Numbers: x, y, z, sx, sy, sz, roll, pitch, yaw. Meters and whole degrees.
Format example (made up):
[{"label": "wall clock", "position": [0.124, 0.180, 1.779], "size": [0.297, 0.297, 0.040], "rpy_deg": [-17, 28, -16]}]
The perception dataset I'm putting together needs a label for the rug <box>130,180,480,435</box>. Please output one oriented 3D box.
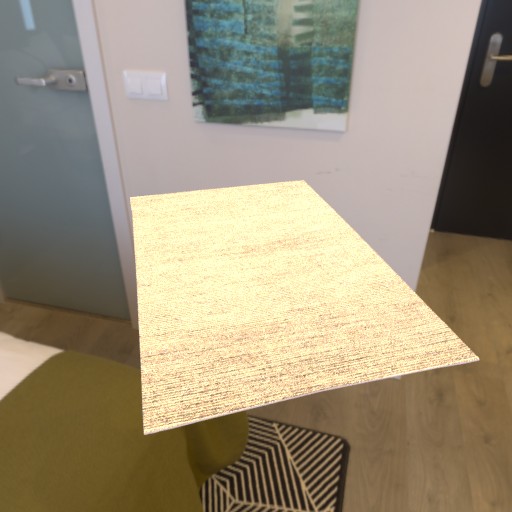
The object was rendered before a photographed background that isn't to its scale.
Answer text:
[{"label": "rug", "position": [0.000, 0.000, 2.142], "size": [1.149, 0.021, 1.773], "rpy_deg": [-8, 32, -13]}]
